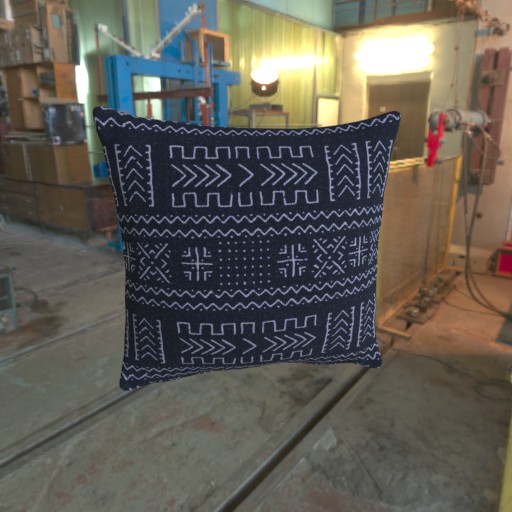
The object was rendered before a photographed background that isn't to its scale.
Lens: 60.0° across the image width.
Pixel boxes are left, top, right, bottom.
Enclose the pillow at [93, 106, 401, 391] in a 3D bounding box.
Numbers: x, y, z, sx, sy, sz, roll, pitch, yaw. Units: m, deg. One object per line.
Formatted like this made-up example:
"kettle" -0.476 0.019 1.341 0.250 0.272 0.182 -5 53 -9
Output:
"pillow" 0.000 0.000 0.675 0.438 0.430 0.164 -2 17 -8
